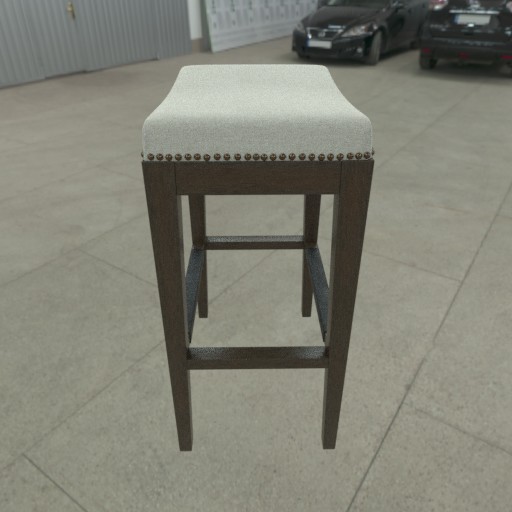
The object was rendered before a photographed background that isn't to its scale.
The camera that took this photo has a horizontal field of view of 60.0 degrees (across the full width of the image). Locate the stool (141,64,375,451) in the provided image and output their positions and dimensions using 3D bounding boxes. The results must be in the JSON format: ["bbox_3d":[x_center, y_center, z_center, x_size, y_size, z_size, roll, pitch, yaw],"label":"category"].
[{"bbox_3d":[0.000,0.000,1.030,0.358,0.759,0.498,0,33,-1],"label":"stool"}]
